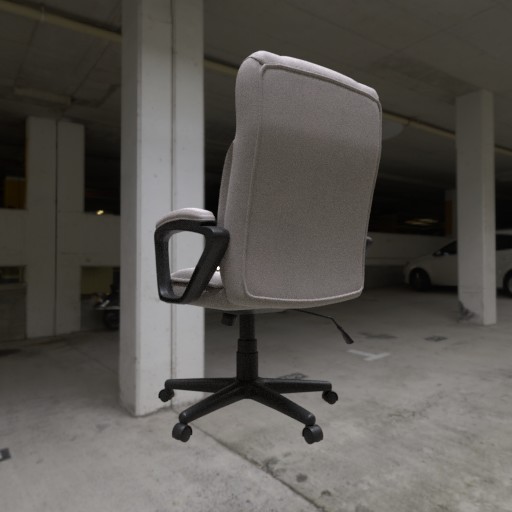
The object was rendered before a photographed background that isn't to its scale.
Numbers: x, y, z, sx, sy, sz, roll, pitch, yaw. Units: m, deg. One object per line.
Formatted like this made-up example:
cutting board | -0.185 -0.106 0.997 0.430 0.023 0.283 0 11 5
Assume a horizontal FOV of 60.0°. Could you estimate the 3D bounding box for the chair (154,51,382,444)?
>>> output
chair | 0.000 0.000 1.544 0.667 1.105 0.724 1 -1 -35
